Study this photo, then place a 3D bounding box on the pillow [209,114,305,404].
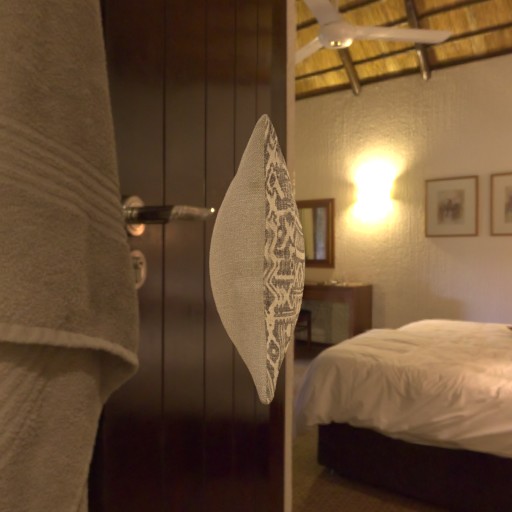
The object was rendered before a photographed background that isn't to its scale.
[{"bbox_3d":[0.000,0.000,0.744,0.148,0.290,0.631,0,0,-2],"label":"pillow"}]
